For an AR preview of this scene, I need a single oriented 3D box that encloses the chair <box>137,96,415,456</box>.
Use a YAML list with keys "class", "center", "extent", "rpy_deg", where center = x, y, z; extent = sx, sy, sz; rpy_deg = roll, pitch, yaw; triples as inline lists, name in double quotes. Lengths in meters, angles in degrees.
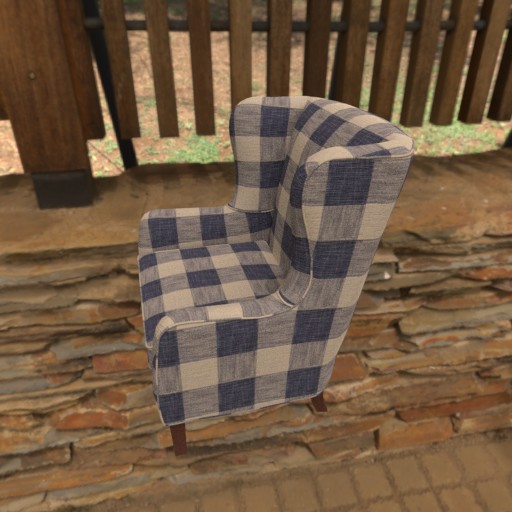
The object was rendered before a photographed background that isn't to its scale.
- class: "chair"
  center: [0.000, 0.000, 1.692]
  extent: [0.889, 1.041, 0.830]
  rpy_deg: [-8, 31, -14]
